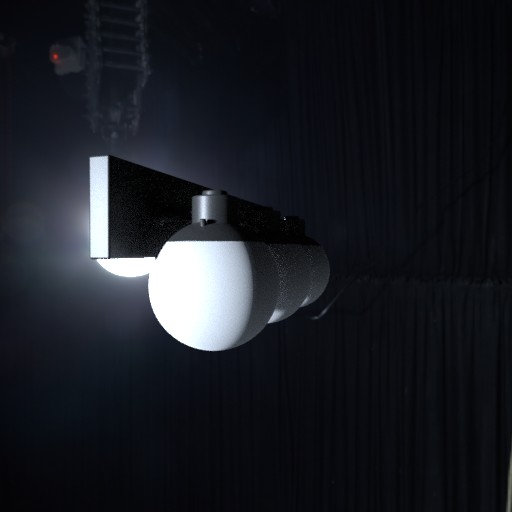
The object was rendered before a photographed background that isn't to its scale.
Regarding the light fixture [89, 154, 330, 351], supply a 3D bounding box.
[{"bbox_3d":[0.000,0.000,0.876,0.218,0.263,0.721,0,1,18],"label":"light fixture"}]
